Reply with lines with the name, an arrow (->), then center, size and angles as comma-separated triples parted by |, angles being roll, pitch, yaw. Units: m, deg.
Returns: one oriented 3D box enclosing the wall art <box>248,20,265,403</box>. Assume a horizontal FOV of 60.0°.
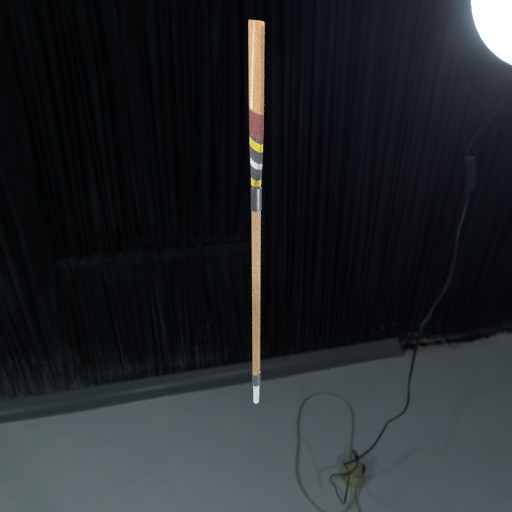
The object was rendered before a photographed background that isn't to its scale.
wall art -> 0.000, 0.000, 1.657 | 0.038, 1.556, 0.146 | -8, 31, -13
